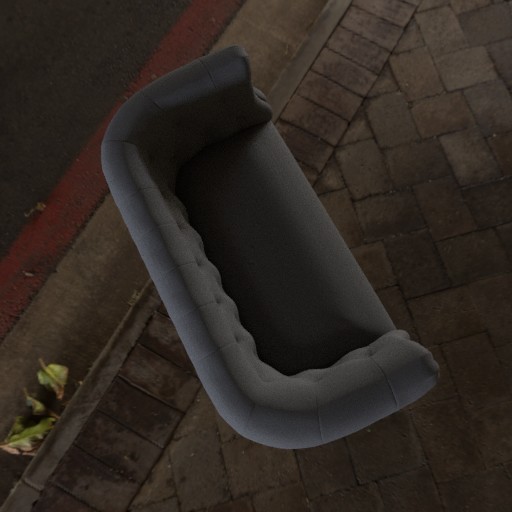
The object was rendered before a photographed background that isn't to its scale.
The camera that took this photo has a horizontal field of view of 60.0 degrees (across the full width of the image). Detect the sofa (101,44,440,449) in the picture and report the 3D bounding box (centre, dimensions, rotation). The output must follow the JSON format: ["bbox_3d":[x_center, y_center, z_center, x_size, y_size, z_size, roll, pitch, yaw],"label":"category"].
[{"bbox_3d":[0.000,0.000,1.976,0.835,0.827,1.558,-27,77,-7],"label":"sofa"}]
